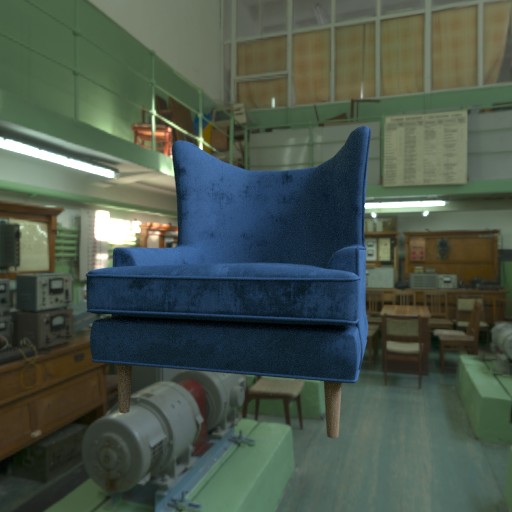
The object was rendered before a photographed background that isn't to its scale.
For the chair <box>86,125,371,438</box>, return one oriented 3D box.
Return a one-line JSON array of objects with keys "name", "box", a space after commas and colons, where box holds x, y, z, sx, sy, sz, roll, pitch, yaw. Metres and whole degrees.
[{"name": "chair", "box": [0.000, 0.000, 1.598, 0.793, 0.952, 0.910, 0, 0, 17]}]
